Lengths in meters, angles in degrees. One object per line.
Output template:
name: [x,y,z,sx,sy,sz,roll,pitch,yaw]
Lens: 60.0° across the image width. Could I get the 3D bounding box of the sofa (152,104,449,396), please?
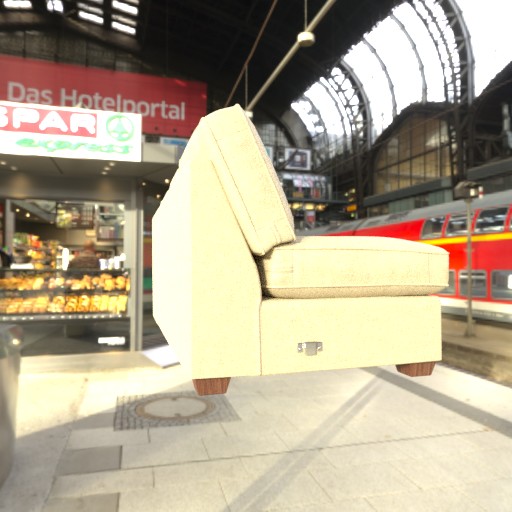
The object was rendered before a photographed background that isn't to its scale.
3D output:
sofa: [0.000,0.000,2.478,1.027,0.973,1.962,0,-1,-17]
